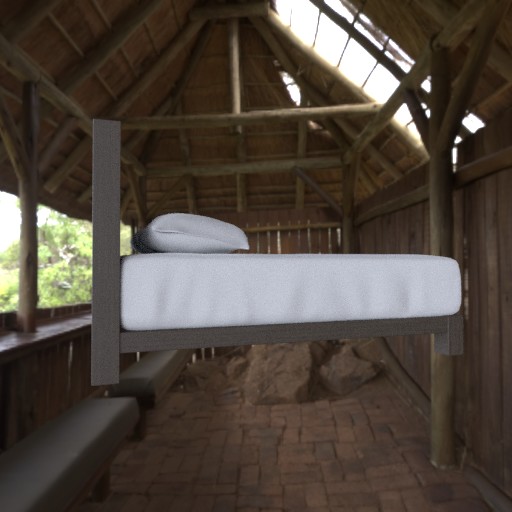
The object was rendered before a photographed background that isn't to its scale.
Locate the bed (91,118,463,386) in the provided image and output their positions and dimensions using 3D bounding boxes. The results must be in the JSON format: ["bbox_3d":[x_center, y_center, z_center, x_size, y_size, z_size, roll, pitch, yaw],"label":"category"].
[{"bbox_3d":[0.000,0.000,3.284,2.242,1.270,1.727,0,-1,-19],"label":"bed"}]
